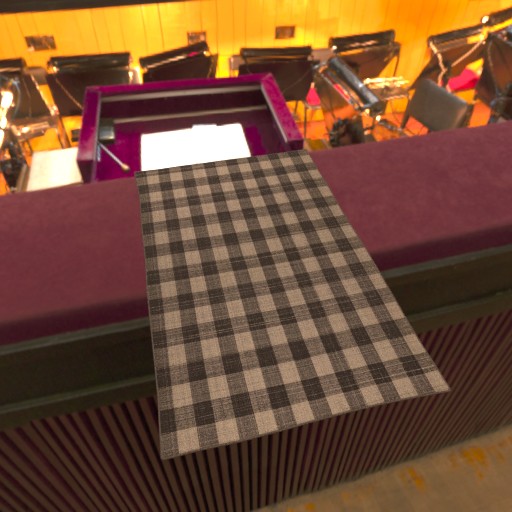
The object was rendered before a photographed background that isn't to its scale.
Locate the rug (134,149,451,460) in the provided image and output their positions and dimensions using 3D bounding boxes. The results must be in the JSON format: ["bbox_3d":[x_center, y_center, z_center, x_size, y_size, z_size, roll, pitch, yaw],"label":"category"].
[{"bbox_3d":[0.000,0.000,3.087,1.554,0.011,2.476,-10,46,-10],"label":"rug"}]
